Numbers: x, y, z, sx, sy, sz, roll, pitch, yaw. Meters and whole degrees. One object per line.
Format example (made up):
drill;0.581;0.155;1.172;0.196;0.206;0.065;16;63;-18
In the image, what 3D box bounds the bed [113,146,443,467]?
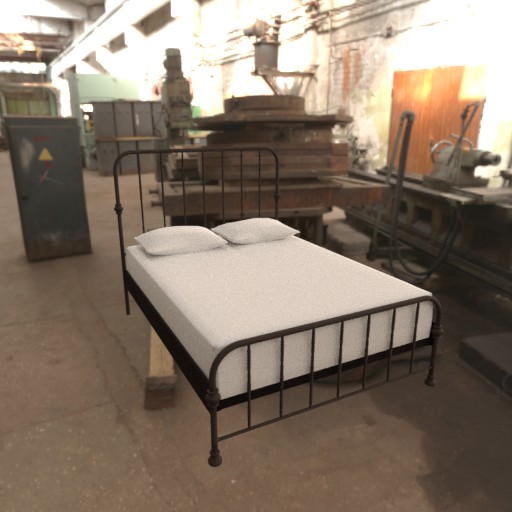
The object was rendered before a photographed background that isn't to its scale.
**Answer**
bed;0.000;0.000;3.271;1.616;1.446;2.134;-9;19;-26
